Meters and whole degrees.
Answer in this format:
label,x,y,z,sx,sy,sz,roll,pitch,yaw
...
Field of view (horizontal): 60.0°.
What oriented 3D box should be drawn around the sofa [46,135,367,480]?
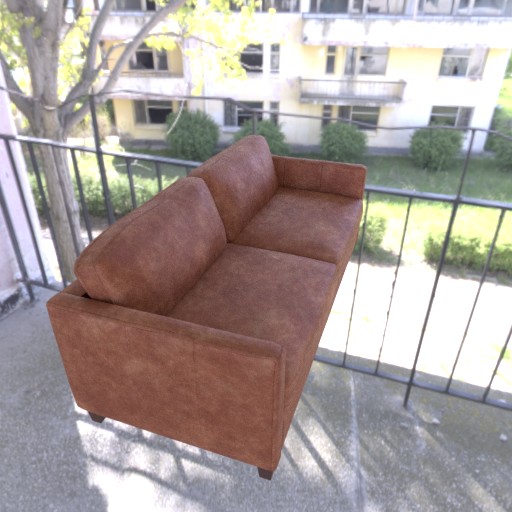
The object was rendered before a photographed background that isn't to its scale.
label,x,y,z,sx,sy,sz,roll,pitch,yaw
sofa,0.000,0.000,2.367,0.923,0.863,1.971,10,31,17
